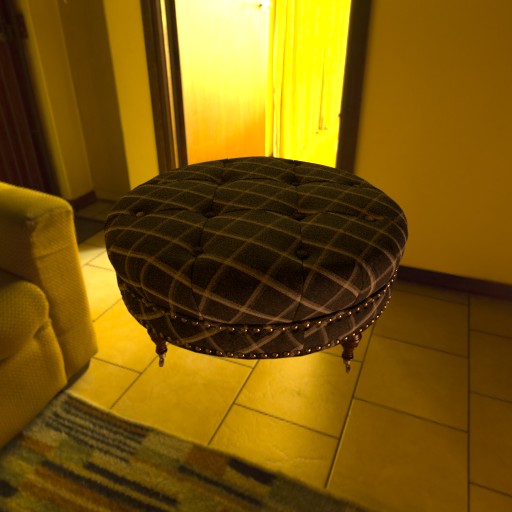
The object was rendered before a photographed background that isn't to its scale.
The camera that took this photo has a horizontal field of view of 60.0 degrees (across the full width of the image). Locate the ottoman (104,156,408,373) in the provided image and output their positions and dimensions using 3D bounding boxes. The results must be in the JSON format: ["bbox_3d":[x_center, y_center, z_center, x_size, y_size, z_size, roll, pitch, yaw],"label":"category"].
[{"bbox_3d":[0.000,0.000,1.406,0.901,0.439,0.901,0,30,0],"label":"ottoman"}]
